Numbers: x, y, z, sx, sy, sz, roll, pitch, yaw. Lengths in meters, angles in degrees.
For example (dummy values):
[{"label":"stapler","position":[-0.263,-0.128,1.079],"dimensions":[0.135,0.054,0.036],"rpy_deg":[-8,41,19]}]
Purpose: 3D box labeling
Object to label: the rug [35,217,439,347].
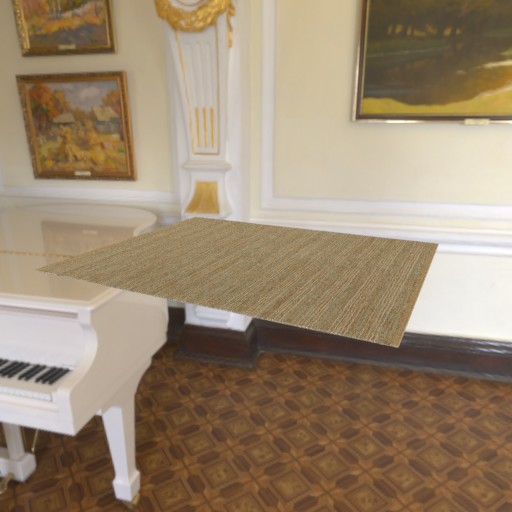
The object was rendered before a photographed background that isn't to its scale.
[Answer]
[{"label":"rug","position":[0.000,0.000,4.217],"dimensions":[3.034,0.012,2.471],"rpy_deg":[8,19,25]}]
